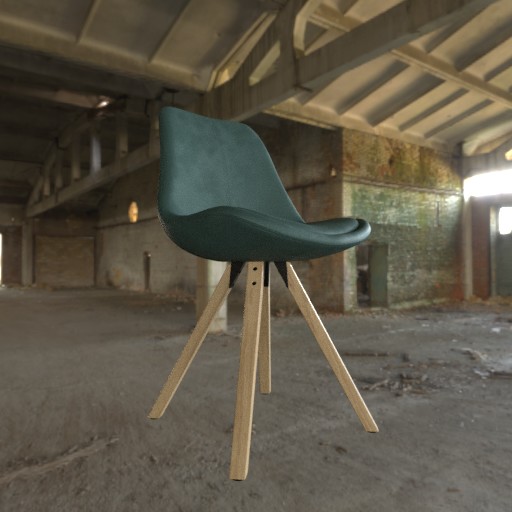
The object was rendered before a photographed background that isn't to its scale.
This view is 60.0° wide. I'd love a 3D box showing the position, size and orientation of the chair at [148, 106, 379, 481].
[{"bbox_3d":[0.000,0.000,1.147,0.483,0.865,0.547,1,-1,-37],"label":"chair"}]
